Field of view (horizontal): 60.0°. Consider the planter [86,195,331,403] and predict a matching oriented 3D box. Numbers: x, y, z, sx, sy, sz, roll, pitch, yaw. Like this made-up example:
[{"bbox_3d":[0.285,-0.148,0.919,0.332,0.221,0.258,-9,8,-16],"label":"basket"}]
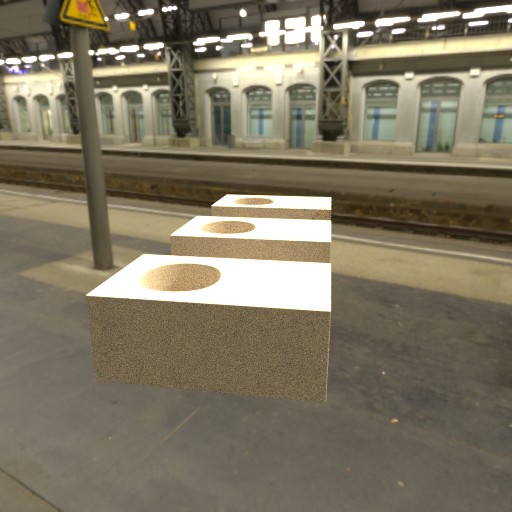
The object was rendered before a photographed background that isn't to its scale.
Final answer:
[{"bbox_3d":[0.000,0.000,0.387,0.127,0.051,0.333,3,17,9],"label":"planter"}]
